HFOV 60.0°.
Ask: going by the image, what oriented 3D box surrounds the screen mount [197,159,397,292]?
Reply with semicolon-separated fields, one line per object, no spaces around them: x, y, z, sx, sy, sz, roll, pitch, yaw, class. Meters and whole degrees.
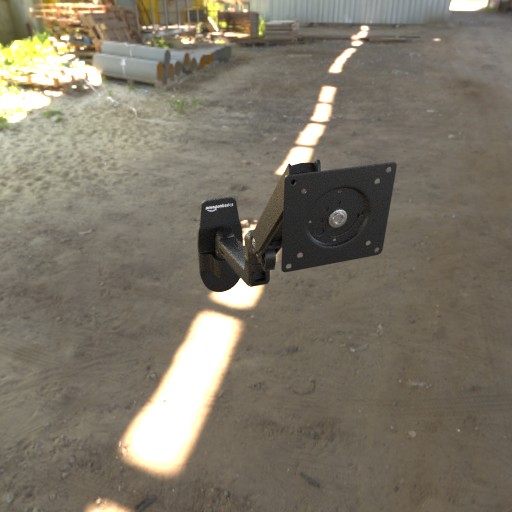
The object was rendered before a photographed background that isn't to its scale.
0.000;0.000;0.724;0.115;0.466;0.495;-10;32;-16;screen mount
